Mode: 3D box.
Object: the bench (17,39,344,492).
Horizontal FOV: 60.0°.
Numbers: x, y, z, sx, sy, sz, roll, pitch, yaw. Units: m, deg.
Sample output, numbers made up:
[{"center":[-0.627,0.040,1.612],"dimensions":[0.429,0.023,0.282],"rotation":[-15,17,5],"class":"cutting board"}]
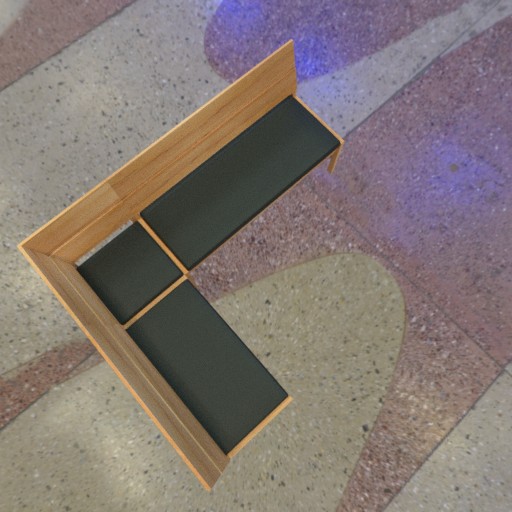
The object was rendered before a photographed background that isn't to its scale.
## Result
[{"center":[0.000,0.000,2.742],"dimensions":[1.948,0.890,1.548],"rotation":[-41,78,-10],"class":"bench"}]
